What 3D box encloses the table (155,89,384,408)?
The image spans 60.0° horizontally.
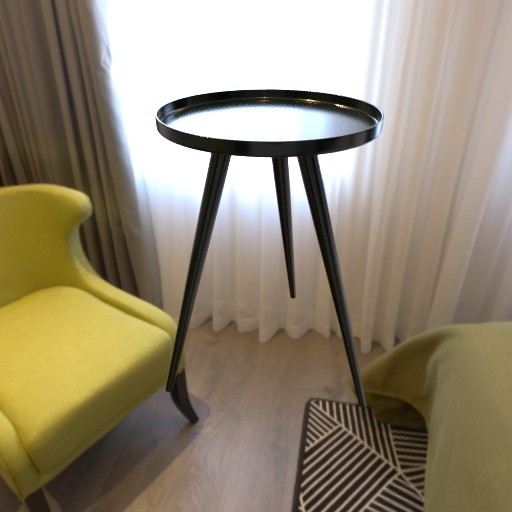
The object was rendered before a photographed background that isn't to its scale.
[{"bbox_3d":[0.000,0.000,0.860,0.415,0.548,0.403,-10,32,-17],"label":"table"}]
